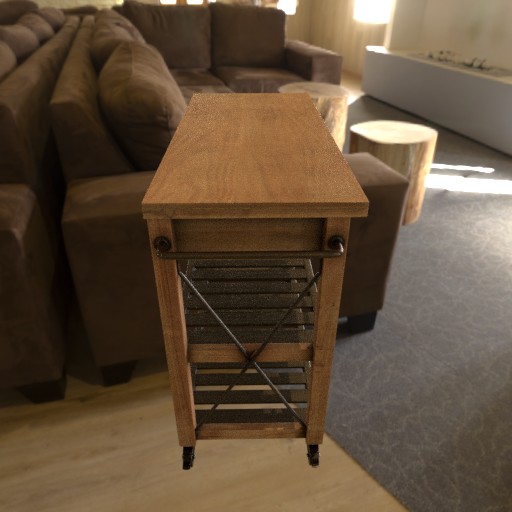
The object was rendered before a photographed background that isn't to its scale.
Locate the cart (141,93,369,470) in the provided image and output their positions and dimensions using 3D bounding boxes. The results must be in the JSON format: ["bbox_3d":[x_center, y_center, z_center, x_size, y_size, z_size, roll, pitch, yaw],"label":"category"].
[{"bbox_3d":[0.000,0.000,0.973,0.298,0.554,0.686,-1,32,-1],"label":"cart"}]
